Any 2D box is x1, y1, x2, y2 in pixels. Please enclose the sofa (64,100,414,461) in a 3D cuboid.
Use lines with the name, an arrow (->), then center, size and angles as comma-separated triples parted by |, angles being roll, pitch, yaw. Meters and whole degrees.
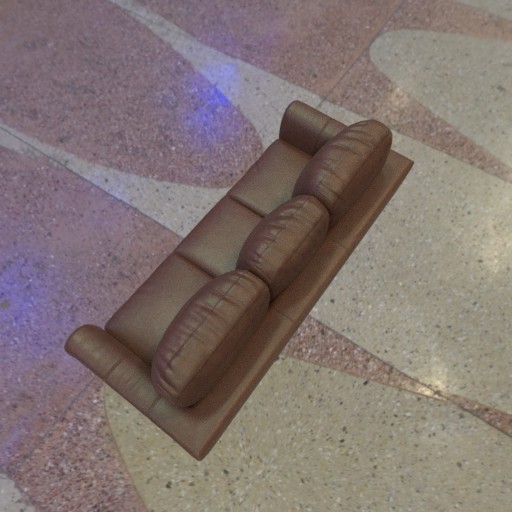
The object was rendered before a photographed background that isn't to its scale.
sofa -> 0.000, 0.000, 2.307 | 0.802, 0.915, 1.862 | 33, 68, 15
